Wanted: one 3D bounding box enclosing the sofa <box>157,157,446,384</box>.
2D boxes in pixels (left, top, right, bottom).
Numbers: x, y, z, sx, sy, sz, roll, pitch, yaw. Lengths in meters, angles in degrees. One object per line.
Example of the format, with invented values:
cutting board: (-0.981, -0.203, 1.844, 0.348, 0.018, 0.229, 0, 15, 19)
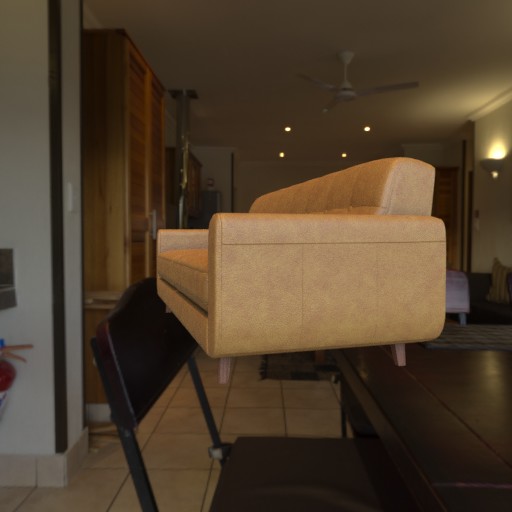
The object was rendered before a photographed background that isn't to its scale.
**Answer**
sofa: (0.000, 0.000, 2.604, 0.980, 0.892, 2.137, -1, 2, -18)
